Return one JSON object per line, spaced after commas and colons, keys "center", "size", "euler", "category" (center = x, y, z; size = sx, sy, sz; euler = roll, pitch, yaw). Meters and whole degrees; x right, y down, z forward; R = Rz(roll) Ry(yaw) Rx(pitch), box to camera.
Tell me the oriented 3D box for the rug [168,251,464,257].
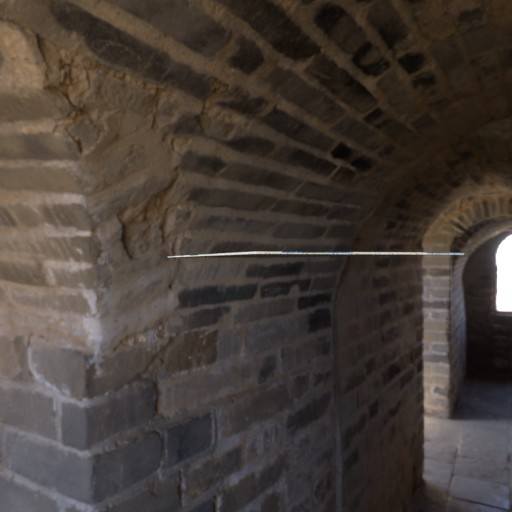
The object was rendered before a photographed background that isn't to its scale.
{"center": [0.000, 0.000, 2.597], "size": [0.774, 0.008, 2.437], "euler": [0, 0, -17], "category": "rug"}
